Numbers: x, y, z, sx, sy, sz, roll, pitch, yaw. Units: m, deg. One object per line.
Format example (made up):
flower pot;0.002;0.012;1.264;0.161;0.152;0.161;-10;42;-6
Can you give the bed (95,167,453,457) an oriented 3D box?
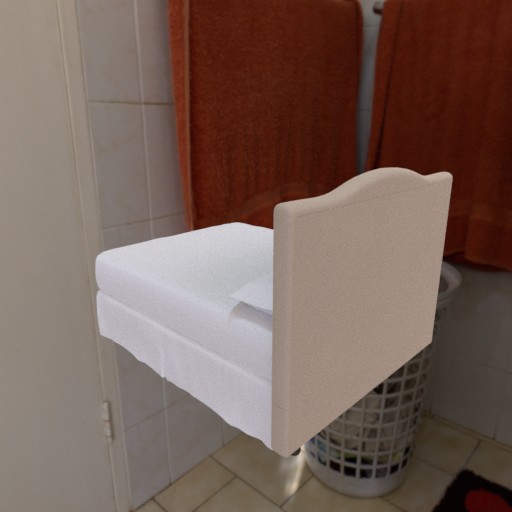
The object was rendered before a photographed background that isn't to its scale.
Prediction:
bed;0.000;0.000;3.220;2.052;1.398;1.678;16;23;42
